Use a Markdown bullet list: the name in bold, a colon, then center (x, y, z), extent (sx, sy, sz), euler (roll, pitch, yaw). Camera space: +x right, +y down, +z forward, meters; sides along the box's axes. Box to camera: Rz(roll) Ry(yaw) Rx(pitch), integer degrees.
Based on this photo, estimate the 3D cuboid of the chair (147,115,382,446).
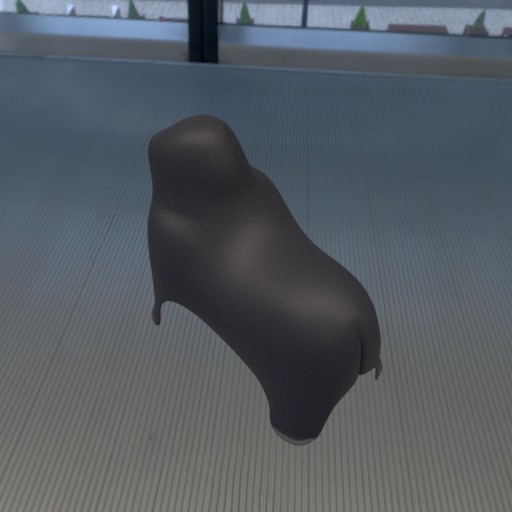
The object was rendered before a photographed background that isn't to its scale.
- **chair**: center (0.000, 0.000, 1.164), extent (0.490, 0.600, 0.758), euler (-33, 56, -26)
